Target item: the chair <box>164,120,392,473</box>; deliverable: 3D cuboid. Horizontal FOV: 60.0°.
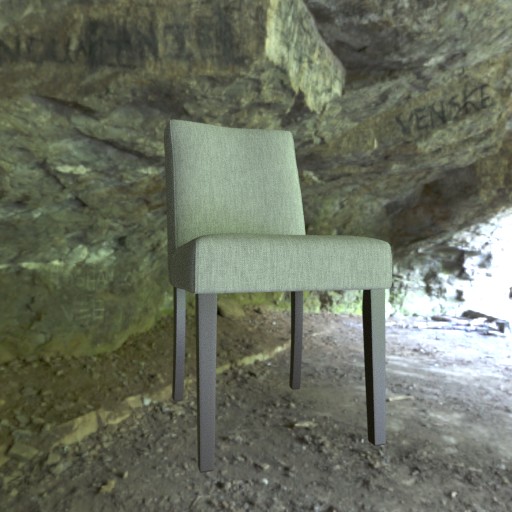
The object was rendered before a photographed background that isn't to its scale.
[{"bbox_3d":[0.000,0.000,1.251,0.487,0.884,0.629,0,0,-18],"label":"chair"}]
